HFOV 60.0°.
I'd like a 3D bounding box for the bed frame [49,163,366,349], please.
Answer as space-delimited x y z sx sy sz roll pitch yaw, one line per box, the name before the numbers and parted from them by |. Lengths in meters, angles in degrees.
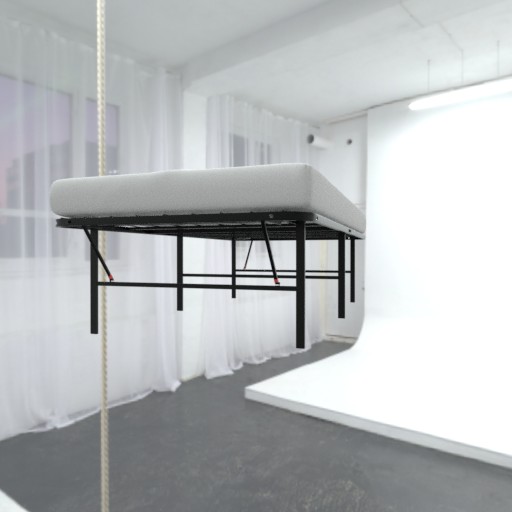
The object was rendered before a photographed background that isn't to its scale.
bed frame | 0.000 0.000 2.352 0.989 0.619 1.903 0 0 19
